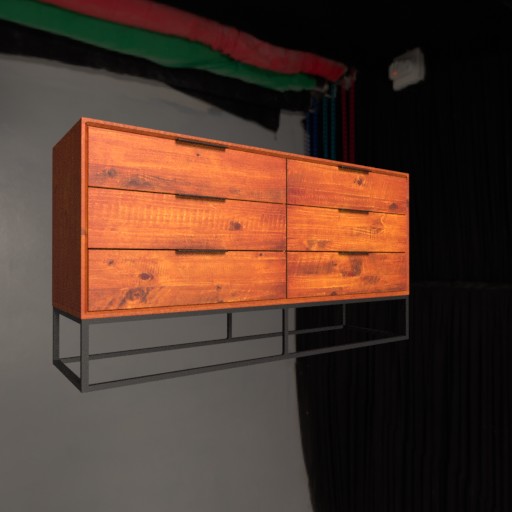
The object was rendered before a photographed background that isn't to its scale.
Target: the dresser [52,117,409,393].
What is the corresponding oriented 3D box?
[{"bbox_3d":[0.000,0.000,1.906,1.536,0.810,0.464,0,0,-35],"label":"dresser"}]
